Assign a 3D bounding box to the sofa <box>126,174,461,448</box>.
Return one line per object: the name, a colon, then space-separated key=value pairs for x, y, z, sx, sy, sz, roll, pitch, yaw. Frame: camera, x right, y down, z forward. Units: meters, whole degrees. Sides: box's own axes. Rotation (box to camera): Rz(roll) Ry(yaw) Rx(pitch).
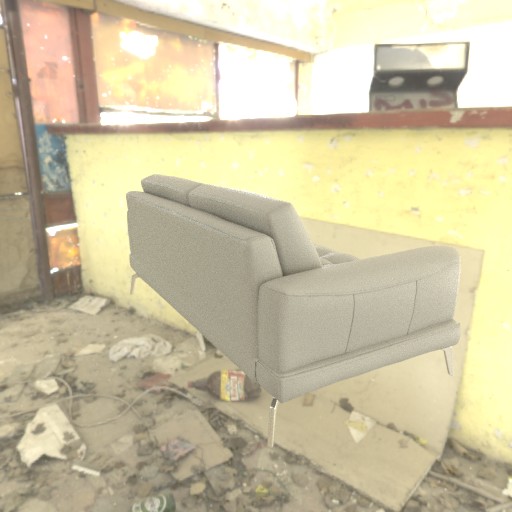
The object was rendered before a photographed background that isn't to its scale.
sofa: x=0.000 y=0.000 z=2.745 sx=1.121 sy=0.930 sz=2.177 roll=-8 pitch=17 yaw=-29
